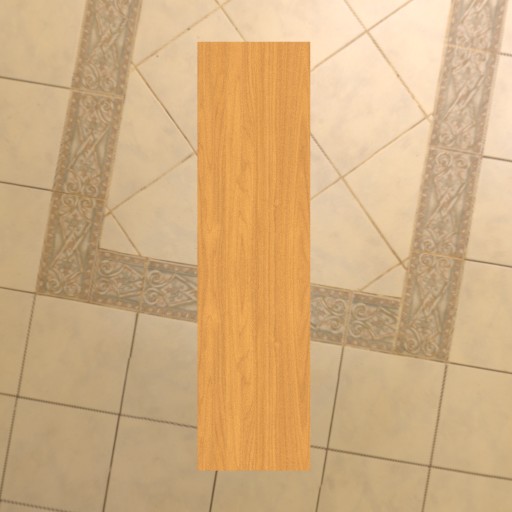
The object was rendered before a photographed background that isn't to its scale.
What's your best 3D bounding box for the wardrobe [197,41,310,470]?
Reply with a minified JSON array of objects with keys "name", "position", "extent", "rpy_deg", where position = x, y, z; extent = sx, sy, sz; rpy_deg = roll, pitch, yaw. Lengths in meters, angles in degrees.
[{"name":"wardrobe","position":[0.000,0.000,3.362],"extent":[0.590,2.260,2.160],"rpy_deg":[0,90,0]}]
